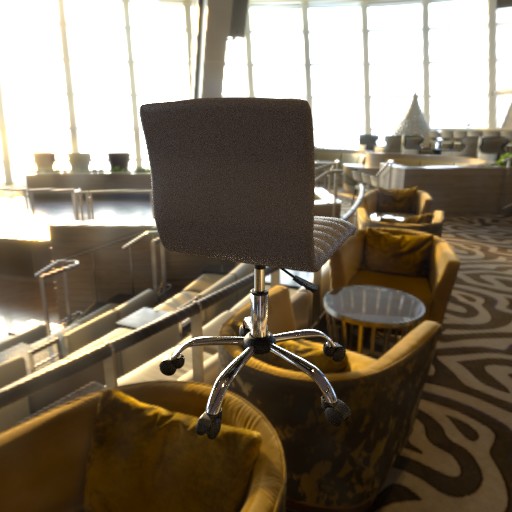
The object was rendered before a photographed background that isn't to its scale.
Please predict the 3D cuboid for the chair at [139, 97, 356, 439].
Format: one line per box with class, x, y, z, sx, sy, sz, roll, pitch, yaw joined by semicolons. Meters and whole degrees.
chair;0.000;0.000;1.145;0.569;0.750;0.542;8;18;26
